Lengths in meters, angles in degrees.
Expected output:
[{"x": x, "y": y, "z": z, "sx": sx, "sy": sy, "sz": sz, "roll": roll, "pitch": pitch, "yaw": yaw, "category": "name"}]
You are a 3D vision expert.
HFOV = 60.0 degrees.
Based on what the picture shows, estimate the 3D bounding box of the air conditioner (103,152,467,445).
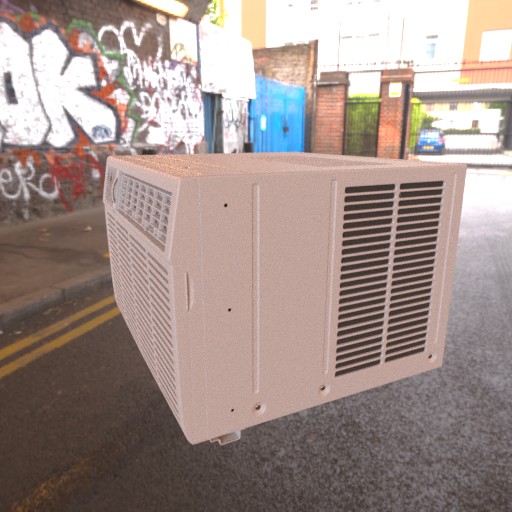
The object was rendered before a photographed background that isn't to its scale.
[{"x": 0.000, "y": 0.000, "z": 1.065, "sx": 0.599, "sy": 0.455, "sz": 0.645, "roll": -8, "pitch": 17, "yaw": -25, "category": "air conditioner"}]
